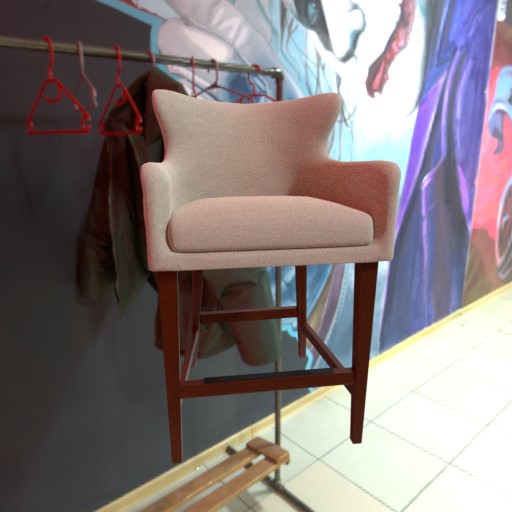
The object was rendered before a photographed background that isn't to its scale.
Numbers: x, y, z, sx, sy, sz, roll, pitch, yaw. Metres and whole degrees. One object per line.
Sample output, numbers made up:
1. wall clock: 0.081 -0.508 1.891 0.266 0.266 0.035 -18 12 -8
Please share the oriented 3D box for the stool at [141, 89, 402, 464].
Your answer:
1. stool: 0.000 0.000 1.374 0.615 0.987 0.637 -2 15 -9
